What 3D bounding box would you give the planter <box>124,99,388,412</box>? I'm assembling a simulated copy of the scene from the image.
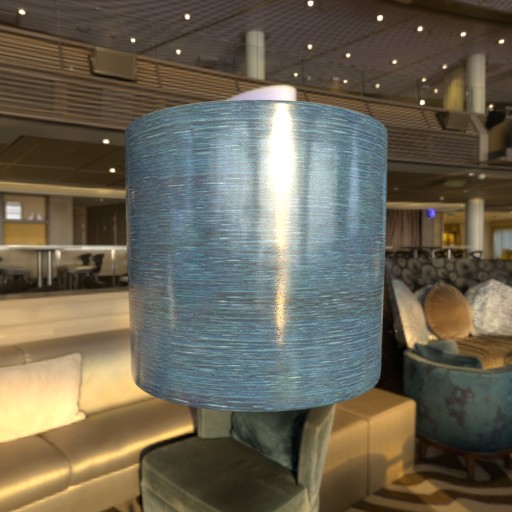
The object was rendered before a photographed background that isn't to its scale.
[{"bbox_3d":[0.000,0.000,0.391,0.221,0.201,0.221,0,1,0],"label":"planter"}]
